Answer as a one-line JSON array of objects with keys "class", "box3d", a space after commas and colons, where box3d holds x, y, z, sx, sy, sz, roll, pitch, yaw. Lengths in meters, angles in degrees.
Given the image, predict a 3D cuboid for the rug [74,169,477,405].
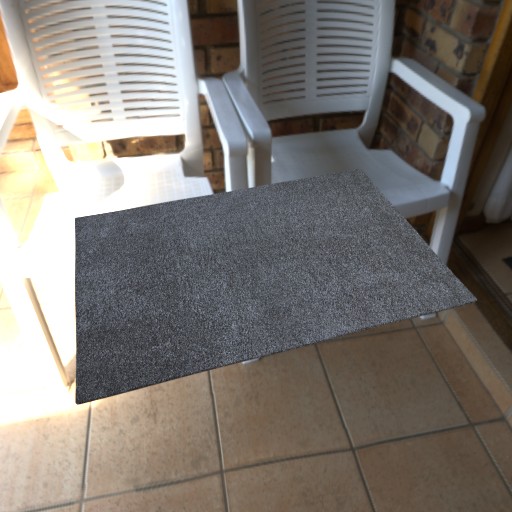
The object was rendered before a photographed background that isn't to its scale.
[{"class": "rug", "box3d": [0.000, 0.000, 3.449, 2.699, 0.026, 1.802, -12, 44, -12]}]
